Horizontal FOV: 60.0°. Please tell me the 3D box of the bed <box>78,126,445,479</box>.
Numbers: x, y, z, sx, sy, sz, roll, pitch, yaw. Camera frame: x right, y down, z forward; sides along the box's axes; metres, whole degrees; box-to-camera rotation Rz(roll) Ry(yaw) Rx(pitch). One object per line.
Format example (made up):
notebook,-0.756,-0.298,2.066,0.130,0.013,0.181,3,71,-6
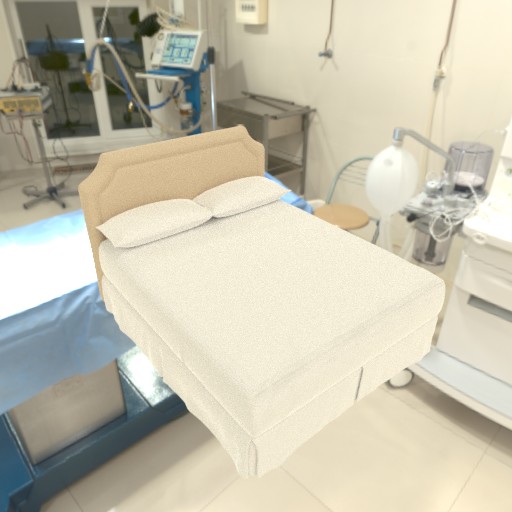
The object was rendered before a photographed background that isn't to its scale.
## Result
bed,0.000,0.000,3.874,2.134,1.524,2.548,-22,37,-32
